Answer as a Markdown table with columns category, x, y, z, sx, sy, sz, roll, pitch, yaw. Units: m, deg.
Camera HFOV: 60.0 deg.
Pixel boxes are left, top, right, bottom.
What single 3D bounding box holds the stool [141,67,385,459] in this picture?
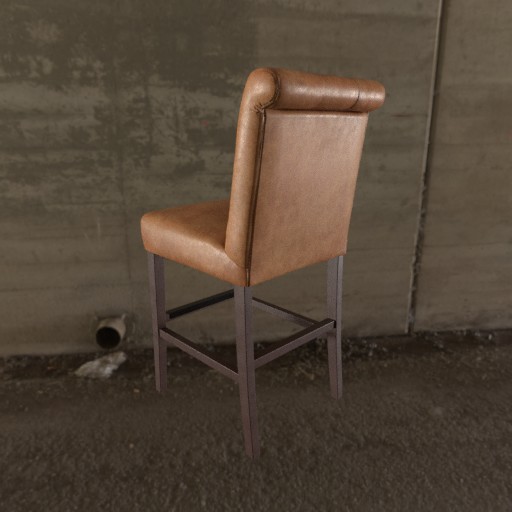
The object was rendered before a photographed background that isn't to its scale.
| category | x | y | z | sx | sy | sz | roll | pitch | yaw |
| --- | --- | --- | --- | --- | --- | --- | --- | --- | --- |
| stool | 0.000 | 0.000 | 1.417 | 0.493 | 1.047 | 0.601 | -16 | 23 | -42 |
